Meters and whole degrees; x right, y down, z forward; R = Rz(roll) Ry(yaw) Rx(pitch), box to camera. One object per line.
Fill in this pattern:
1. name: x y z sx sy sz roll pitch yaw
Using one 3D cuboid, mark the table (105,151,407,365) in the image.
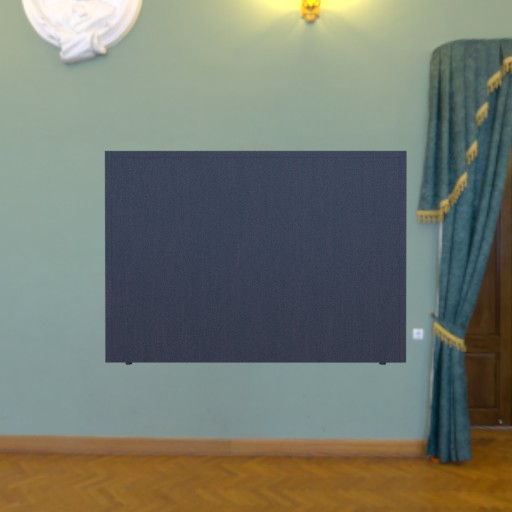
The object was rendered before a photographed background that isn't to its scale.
1. table: 0.000 0.000 1.427 0.597 0.424 1.099 0 0 0
